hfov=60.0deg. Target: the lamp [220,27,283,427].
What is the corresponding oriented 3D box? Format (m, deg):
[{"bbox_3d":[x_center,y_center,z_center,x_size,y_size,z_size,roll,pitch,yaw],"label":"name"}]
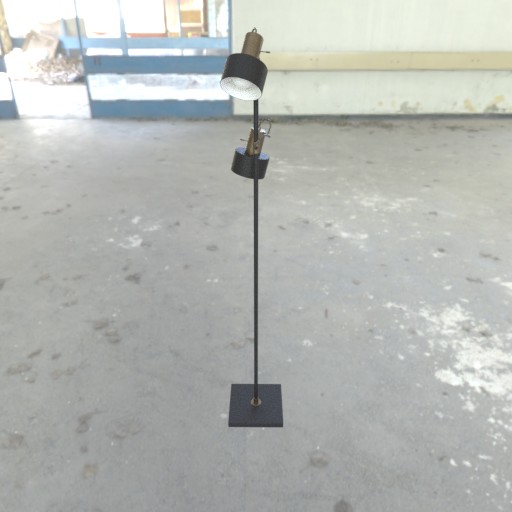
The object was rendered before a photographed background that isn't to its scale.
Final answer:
[{"bbox_3d":[0.000,0.000,1.641,0.233,1.505,0.315,0,27,0],"label":"lamp"}]
